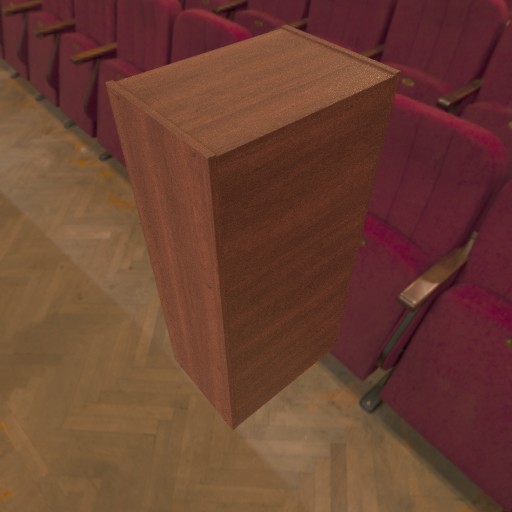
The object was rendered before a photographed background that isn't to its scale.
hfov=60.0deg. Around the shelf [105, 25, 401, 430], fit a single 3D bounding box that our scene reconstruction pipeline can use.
[{"bbox_3d":[0.000,0.000,1.068,0.414,0.879,0.290,-31,54,-27],"label":"shelf"}]
